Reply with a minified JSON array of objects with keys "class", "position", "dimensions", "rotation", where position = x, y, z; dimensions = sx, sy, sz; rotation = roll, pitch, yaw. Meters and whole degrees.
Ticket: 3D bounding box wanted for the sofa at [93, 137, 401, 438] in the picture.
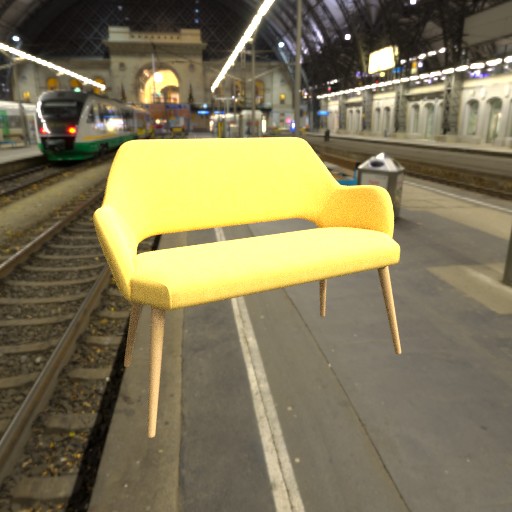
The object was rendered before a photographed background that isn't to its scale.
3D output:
[{"class":"sofa","position":[0.000,0.000,1.669],"dimensions":[1.150,0.840,0.610],"rotation":[-9,19,-28]}]
